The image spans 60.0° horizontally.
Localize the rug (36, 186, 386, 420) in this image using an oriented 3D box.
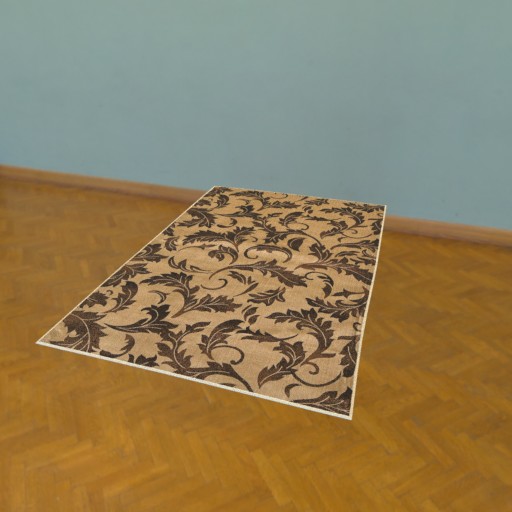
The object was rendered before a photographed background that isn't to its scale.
[{"bbox_3d":[0.000,0.000,2.886,1.522,0.008,2.284,9,30,15],"label":"rug"}]
